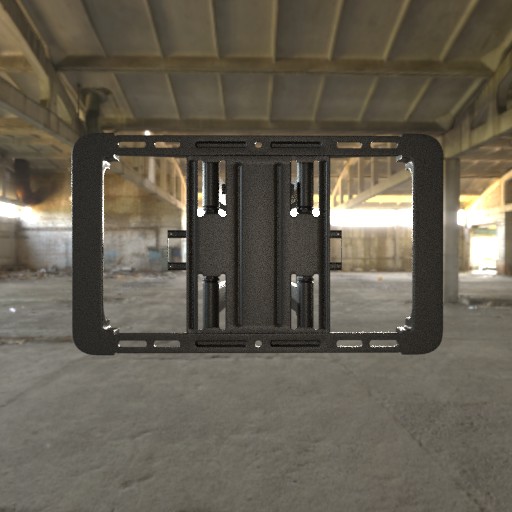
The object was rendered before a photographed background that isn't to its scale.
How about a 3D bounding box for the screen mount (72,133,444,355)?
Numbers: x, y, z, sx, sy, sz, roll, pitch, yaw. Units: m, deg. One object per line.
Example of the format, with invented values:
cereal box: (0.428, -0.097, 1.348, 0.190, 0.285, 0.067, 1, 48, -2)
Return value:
screen mount: (0.000, 0.000, 1.316, 0.725, 0.483, 0.905, 0, 0, -1)
